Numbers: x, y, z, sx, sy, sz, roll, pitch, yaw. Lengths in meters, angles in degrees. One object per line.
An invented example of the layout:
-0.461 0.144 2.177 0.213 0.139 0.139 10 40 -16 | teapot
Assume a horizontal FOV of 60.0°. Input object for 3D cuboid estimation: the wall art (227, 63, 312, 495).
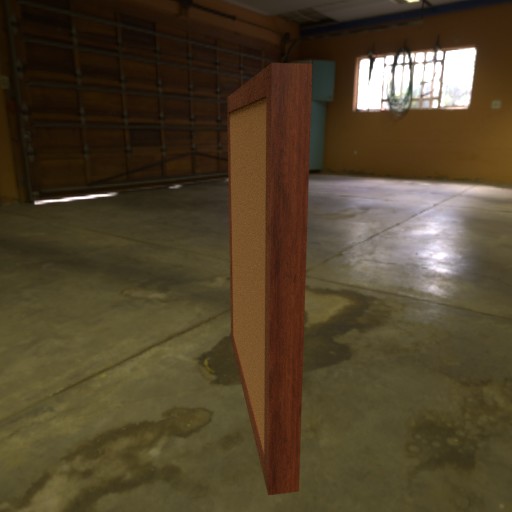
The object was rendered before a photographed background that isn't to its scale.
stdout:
0.000 0.000 0.530 0.030 0.381 0.330 -2 16 -9 | wall art
